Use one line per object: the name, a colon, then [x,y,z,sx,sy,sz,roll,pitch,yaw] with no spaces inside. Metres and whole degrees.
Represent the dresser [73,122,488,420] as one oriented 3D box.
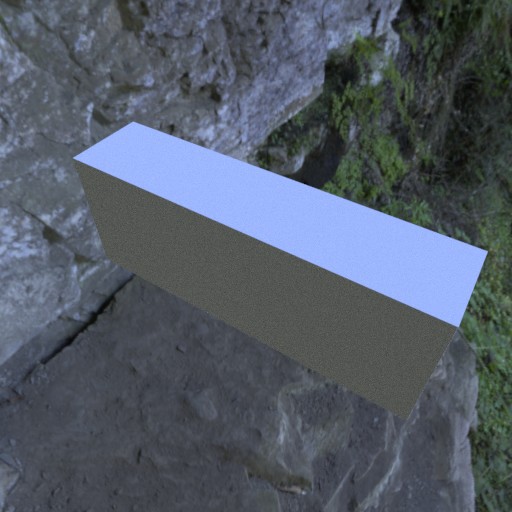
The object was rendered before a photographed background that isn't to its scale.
dresser: [0.000,0.000,2.597,2.200,0.840,0.500,25,50,22]
